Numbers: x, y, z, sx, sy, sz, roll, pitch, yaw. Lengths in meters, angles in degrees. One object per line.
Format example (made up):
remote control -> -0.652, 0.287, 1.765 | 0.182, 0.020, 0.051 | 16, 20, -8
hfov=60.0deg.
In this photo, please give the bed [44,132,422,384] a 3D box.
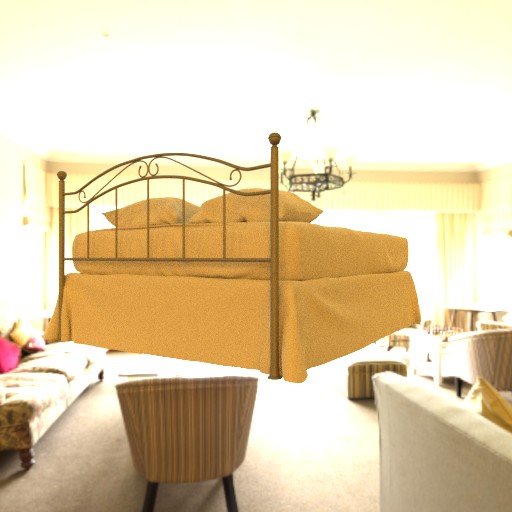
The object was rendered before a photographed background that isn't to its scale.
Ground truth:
bed -> 0.000, 0.000, 3.262 | 1.936, 1.080, 2.215 | 0, 0, 34
